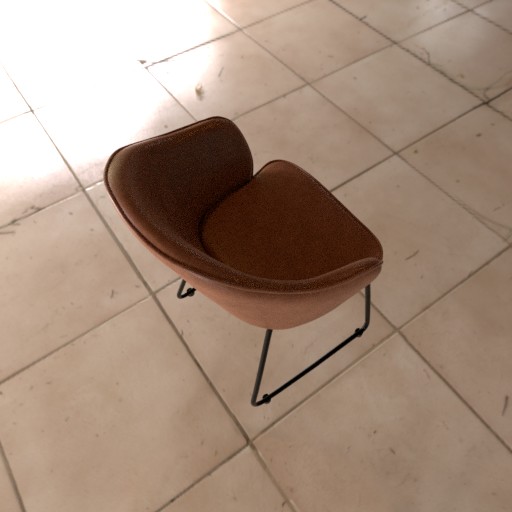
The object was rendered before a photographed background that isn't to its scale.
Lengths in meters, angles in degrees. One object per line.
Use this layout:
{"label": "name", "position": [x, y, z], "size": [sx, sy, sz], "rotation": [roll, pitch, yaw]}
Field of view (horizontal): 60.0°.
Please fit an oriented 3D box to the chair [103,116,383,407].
{"label": "chair", "position": [0.000, 0.000, 1.183], "size": [0.580, 0.785, 0.582], "rotation": [-32, 62, -19]}
